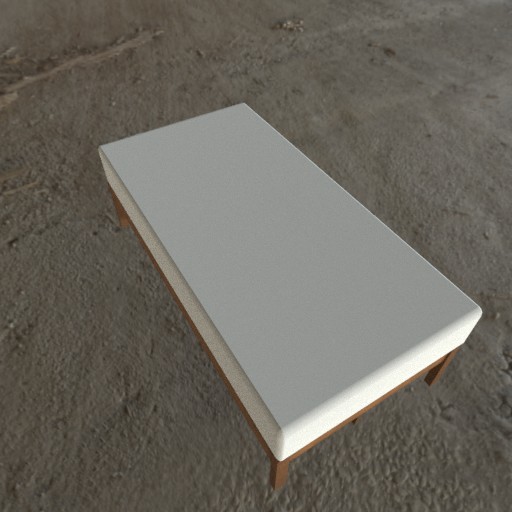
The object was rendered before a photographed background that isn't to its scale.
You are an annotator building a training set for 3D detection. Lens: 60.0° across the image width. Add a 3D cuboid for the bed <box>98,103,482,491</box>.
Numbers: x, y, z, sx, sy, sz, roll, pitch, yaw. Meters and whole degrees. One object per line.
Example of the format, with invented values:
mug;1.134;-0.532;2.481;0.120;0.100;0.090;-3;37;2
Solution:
bed;0.000;0.000;2.343;0.961;0.616;1.902;-24;52;-20
